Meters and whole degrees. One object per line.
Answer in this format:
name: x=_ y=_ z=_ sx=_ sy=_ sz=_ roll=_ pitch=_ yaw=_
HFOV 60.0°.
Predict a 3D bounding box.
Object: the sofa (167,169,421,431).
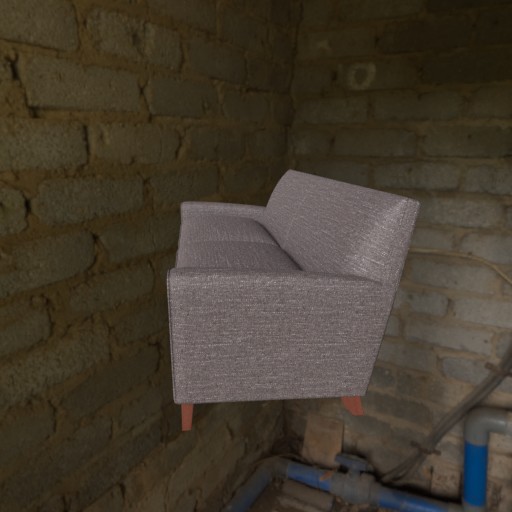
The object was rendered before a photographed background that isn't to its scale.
sofa: x=0.000 y=0.000 z=2.465 sx=0.875 sy=0.846 sz=1.976 roll=-2 pitch=14 yaw=-8
